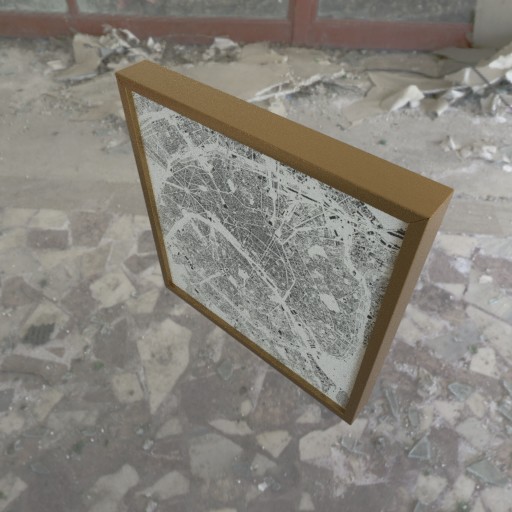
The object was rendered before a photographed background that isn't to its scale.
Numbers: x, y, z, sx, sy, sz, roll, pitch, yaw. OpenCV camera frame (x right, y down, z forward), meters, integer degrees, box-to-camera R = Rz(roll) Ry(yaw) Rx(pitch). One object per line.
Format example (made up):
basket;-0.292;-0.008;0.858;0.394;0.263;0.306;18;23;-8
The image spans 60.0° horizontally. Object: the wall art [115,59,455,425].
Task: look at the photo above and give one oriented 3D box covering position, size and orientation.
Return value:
wall art;0.000;0.000;0.453;0.305;0.305;0.037;32;54;26
